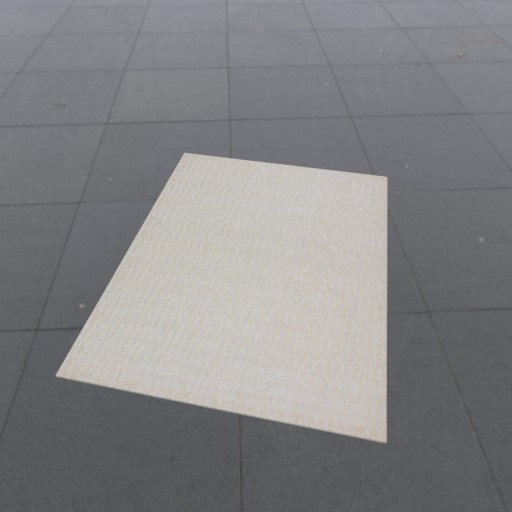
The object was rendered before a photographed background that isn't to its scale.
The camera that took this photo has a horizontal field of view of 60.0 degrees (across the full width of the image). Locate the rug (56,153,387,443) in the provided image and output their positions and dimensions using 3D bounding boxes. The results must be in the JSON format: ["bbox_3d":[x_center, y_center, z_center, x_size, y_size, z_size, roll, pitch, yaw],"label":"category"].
[{"bbox_3d":[0.000,0.000,4.159,2.410,0.021,3.055,9,46,8],"label":"rug"}]
